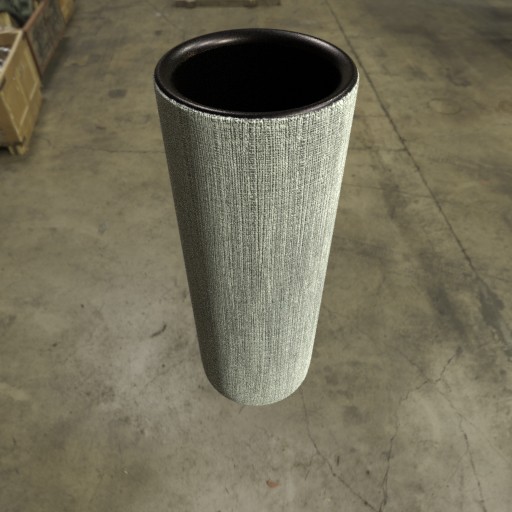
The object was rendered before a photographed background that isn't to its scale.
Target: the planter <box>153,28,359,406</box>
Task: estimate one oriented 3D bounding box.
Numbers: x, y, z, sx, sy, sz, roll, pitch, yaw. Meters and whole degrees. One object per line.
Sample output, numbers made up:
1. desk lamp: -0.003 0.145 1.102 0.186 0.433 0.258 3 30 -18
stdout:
1. planter: 0.000 0.000 0.313 0.100 0.270 0.100 -4 47 -3
